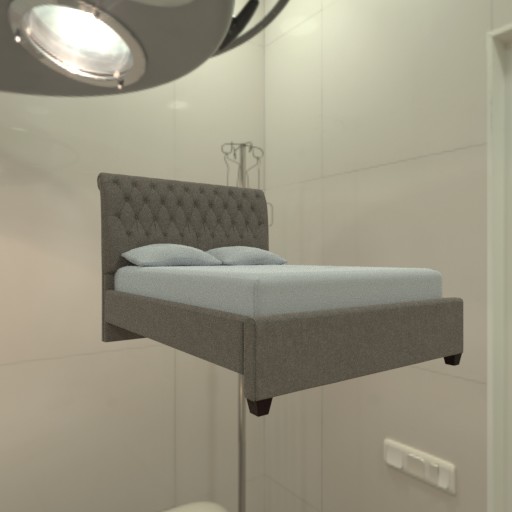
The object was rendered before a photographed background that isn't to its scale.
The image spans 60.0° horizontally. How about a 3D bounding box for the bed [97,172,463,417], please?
[{"bbox_3d":[0.000,0.000,3.245,1.645,1.371,2.252,0,0,-36],"label":"bed"}]
